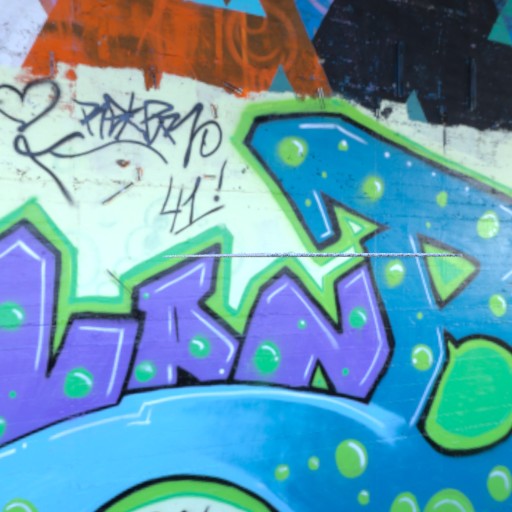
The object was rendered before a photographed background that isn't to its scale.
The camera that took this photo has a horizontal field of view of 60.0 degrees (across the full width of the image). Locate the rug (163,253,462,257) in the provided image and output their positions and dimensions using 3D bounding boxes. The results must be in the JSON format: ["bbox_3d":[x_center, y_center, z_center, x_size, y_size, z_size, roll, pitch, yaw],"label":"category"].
[{"bbox_3d":[0.000,0.000,2.693,0.786,0.013,2.480,0,0,-20],"label":"rug"}]
